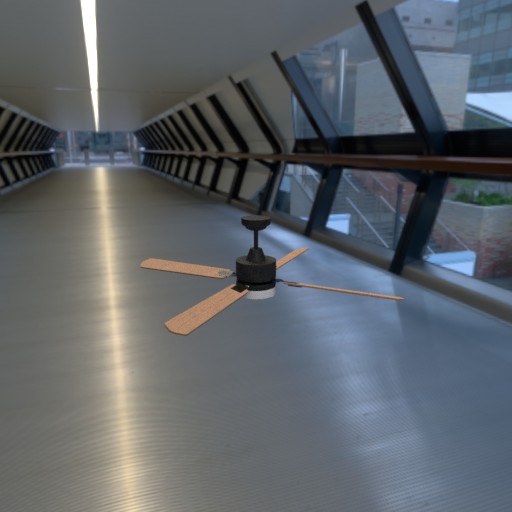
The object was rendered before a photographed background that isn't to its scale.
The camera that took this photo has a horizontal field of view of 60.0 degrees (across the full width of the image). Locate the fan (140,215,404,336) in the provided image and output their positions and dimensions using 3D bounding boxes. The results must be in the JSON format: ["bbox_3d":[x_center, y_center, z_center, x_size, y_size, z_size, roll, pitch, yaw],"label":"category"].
[{"bbox_3d":[0.000,0.000,2.032,1.320,0.355,1.320,7,16,24],"label":"fan"}]
